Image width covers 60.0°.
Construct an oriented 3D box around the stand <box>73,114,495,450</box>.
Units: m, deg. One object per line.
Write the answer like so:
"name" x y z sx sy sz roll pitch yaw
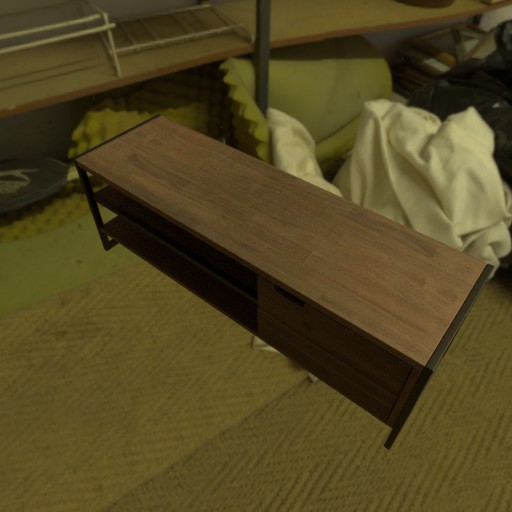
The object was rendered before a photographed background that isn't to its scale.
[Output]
"stand" 0.000 0.000 1.712 1.480 0.506 0.454 30 53 26
